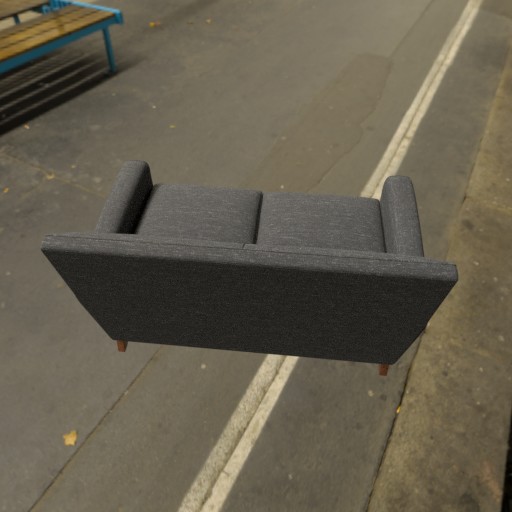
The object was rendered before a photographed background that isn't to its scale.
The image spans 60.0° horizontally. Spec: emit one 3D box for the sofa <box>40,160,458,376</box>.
[{"bbox_3d":[0.000,0.000,2.002,1.420,0.846,0.875,4,45,4],"label":"sofa"}]
